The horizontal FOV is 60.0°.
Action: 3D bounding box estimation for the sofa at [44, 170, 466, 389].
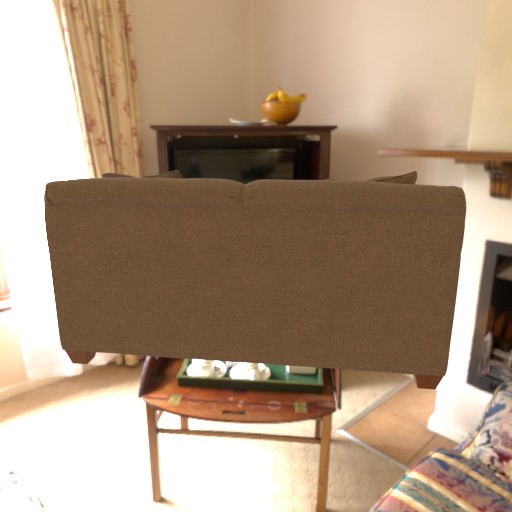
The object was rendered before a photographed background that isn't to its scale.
[{"bbox_3d":[0.000,0.000,2.435,1.846,0.958,1.000,2,15,8],"label":"sofa"}]
